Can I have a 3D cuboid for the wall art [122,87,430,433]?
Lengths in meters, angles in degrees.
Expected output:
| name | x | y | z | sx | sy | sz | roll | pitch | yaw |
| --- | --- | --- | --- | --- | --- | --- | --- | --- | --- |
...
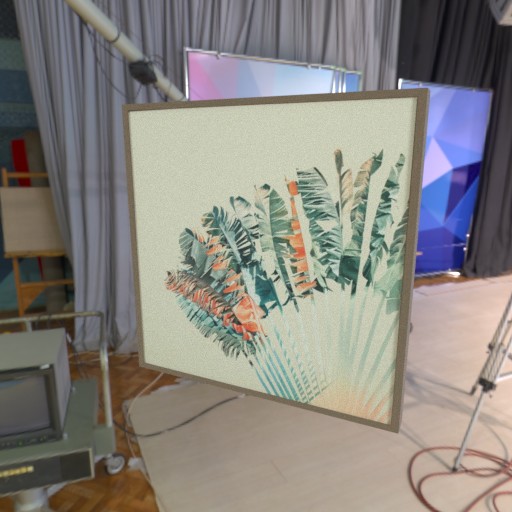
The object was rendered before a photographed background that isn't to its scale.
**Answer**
| name | x | y | z | sx | sy | sz | roll | pitch | yaw |
| --- | --- | --- | --- | --- | --- | --- | --- | --- | --- |
| wall art | 0.000 | 0.000 | 0.752 | 0.508 | 0.506 | 0.038 | 6 | 15 | 25 |
